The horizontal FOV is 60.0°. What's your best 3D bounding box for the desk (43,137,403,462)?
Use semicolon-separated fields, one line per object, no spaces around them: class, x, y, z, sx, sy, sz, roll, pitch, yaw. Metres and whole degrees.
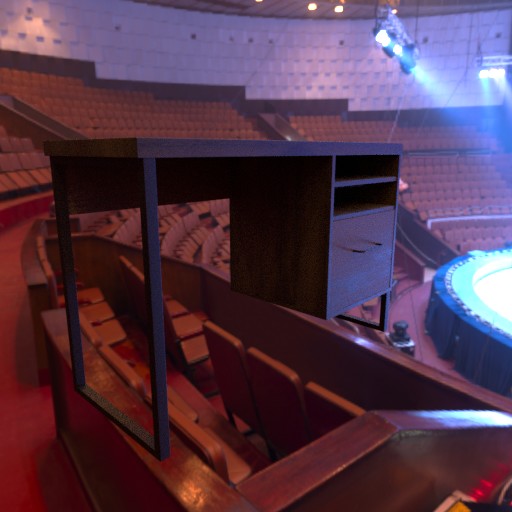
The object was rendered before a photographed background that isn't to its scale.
desk;0.000;0.000;1.510;0.511;0.752;1.134;13;18;43
